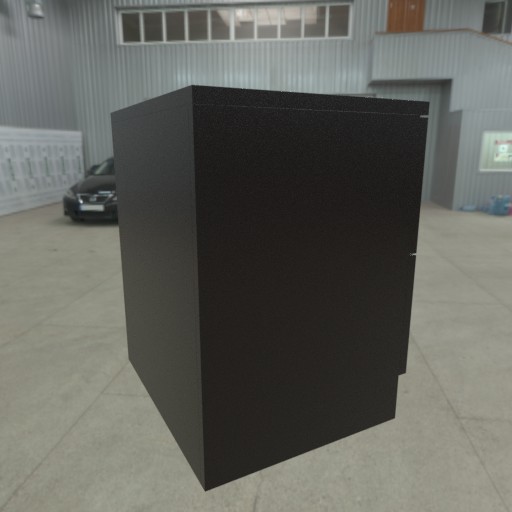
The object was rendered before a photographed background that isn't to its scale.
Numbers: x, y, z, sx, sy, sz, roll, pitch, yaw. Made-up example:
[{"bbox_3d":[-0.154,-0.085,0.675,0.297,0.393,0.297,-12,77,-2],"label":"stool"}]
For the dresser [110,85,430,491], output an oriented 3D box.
[{"bbox_3d":[0.000,0.000,0.741,0.360,0.470,0.400,-7,15,-28],"label":"dresser"}]
